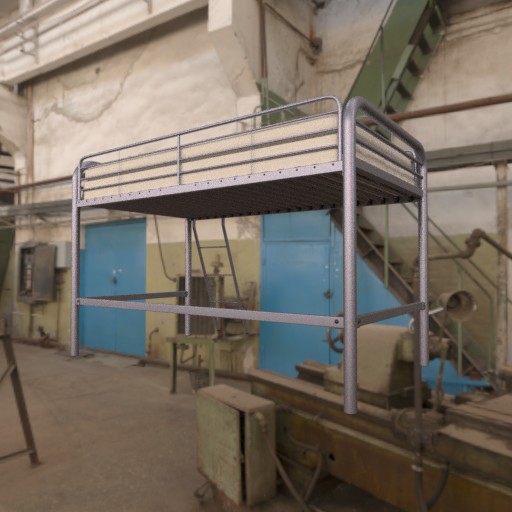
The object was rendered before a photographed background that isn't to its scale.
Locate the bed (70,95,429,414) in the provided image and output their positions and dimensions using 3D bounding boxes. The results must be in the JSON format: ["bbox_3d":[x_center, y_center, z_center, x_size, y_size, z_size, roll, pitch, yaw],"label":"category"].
[{"bbox_3d":[0.000,0.000,2.874,1.965,1.288,1.415,-1,-2,36],"label":"bed"}]
